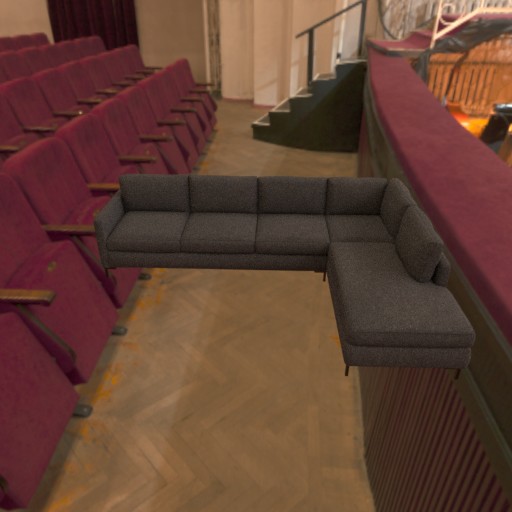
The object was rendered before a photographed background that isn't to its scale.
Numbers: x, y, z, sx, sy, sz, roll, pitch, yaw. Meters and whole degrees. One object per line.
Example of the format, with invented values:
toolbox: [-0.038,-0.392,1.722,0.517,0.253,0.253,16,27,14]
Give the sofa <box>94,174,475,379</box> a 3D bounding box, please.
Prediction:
sofa: [0.000,0.000,3.752,2.949,0.815,2.007,1,30,2]
